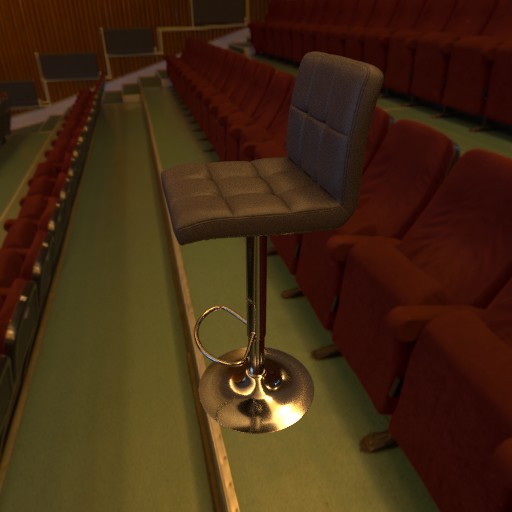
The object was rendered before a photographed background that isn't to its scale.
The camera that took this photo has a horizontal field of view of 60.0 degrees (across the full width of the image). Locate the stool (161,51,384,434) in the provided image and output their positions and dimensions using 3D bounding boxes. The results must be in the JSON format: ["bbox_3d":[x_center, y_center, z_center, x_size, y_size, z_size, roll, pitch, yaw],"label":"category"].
[{"bbox_3d":[0.000,0.000,1.365,0.505,1.115,0.430,-8,31,-13],"label":"stool"}]
